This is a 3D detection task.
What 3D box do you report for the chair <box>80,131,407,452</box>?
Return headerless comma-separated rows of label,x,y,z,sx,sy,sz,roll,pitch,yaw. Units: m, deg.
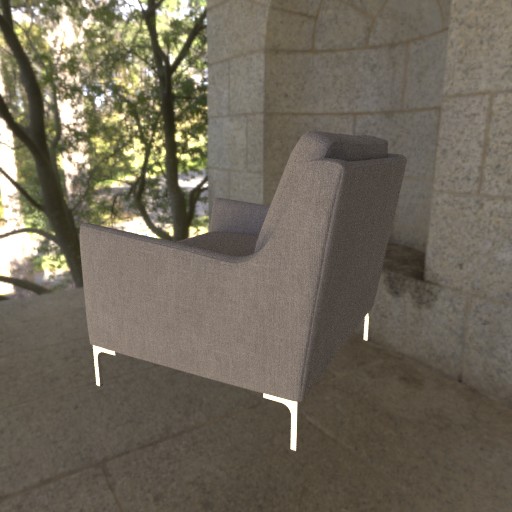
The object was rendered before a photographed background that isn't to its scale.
chair,0.000,0.000,1.567,0.849,0.828,0.847,7,16,27
